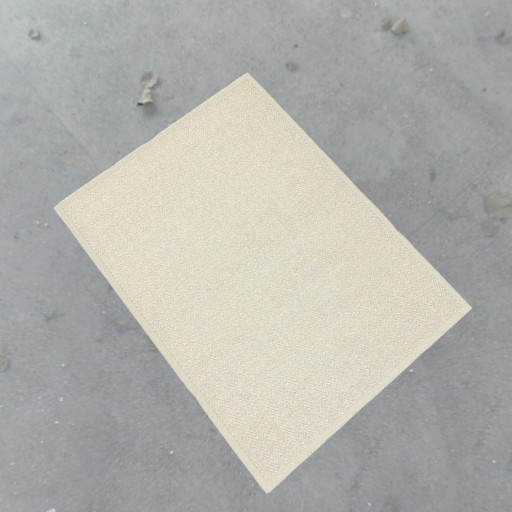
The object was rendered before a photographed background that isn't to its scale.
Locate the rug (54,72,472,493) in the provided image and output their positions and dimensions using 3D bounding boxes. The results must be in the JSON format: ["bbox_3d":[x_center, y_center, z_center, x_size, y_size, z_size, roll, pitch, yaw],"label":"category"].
[{"bbox_3d":[0.000,0.000,4.685,2.734,0.037,3.659,-38,78,-10],"label":"rug"}]
